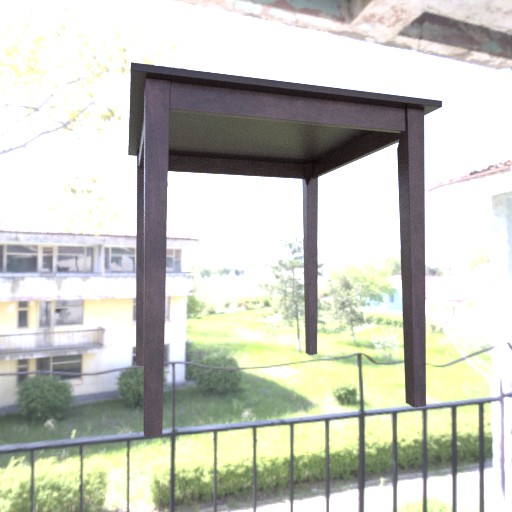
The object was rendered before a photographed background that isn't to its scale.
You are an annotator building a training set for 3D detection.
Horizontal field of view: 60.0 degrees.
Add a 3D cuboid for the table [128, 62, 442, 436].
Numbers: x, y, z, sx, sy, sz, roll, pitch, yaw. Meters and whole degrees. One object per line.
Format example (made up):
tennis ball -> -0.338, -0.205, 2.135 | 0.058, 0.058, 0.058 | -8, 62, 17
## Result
table -> 0.000, 0.000, 1.353 | 0.749, 0.770, 0.749 | 0, -1, -17
